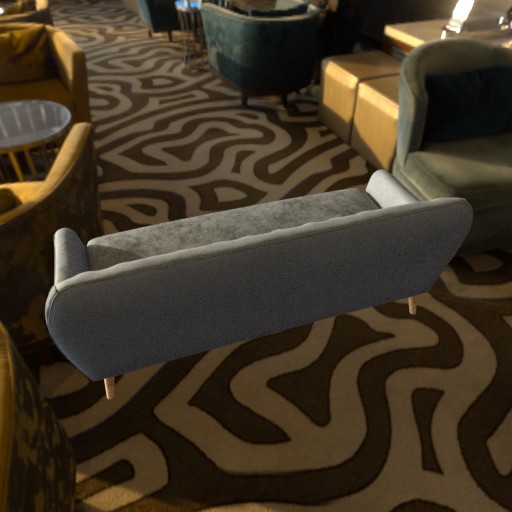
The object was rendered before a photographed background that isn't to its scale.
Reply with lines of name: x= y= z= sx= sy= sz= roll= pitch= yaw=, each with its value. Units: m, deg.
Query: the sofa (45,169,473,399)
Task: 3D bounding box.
sofa: x=0.000 y=0.000 z=2.368 sx=1.975 sy=0.832 sz=0.841 roll=-12 pitch=42 yaw=-14
